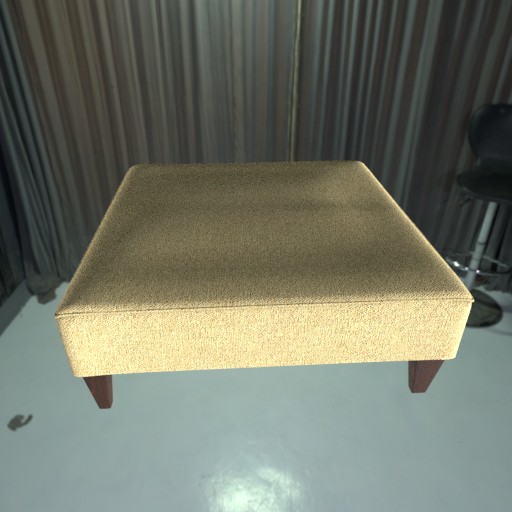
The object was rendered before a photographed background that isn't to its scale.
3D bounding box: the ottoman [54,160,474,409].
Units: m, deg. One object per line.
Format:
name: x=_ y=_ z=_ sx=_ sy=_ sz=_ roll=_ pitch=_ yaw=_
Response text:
ottoman: x=0.000 y=0.000 z=1.490 sx=0.970 sy=0.378 sz=0.981 roll=-2 pitch=31 yaw=-3
